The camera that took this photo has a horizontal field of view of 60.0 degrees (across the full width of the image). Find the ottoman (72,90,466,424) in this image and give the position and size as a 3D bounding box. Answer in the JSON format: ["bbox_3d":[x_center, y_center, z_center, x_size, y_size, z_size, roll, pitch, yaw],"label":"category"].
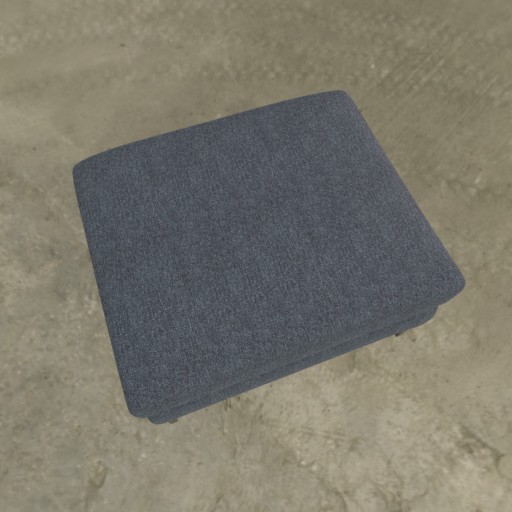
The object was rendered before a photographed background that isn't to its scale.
[{"bbox_3d":[0.000,0.000,1.302,0.831,0.533,0.695,-19,66,-9],"label":"ottoman"}]
